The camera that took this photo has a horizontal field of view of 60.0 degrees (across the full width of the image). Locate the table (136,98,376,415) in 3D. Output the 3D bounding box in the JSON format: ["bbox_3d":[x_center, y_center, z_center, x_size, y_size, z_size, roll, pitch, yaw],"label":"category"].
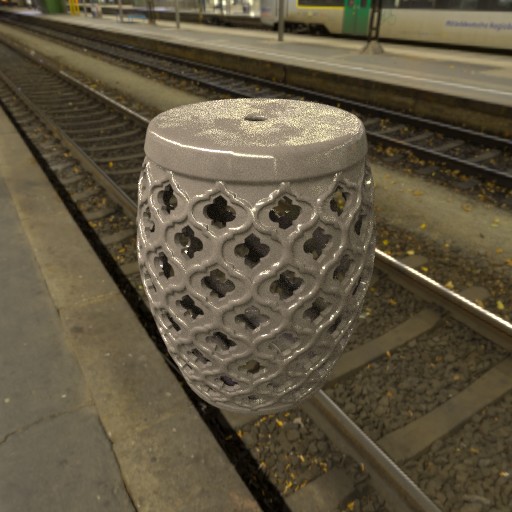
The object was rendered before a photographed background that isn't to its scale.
[{"bbox_3d":[0.000,0.000,0.636,0.325,0.388,0.325,0,30,0],"label":"table"}]
